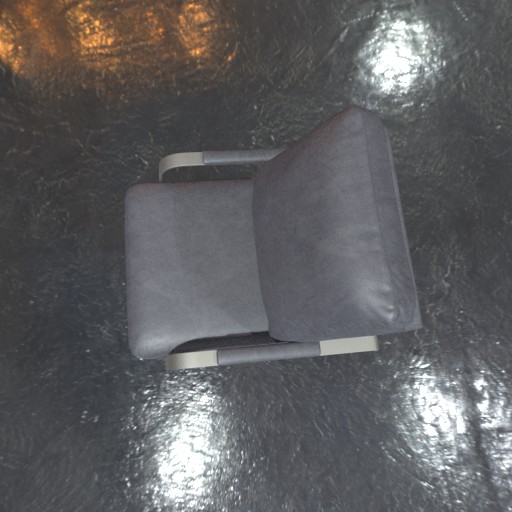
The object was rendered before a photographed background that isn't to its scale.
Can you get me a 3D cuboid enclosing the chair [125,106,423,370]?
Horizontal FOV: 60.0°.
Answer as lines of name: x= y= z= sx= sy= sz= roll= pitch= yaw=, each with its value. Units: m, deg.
chair: x=0.000 y=0.000 z=1.494 sx=0.878 sy=0.839 sz=0.692 roll=-5 pitch=77 yaw=-1
